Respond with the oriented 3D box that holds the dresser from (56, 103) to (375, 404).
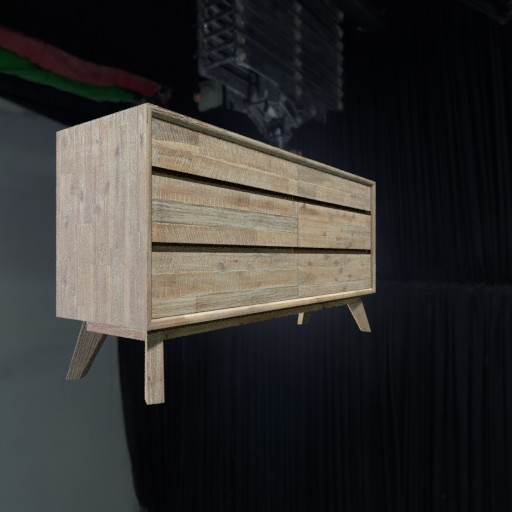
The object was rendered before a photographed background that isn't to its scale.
[{"bbox_3d":[0.000,0.000,1.924,0.455,0.805,1.554,0,0,37],"label":"dresser"}]
